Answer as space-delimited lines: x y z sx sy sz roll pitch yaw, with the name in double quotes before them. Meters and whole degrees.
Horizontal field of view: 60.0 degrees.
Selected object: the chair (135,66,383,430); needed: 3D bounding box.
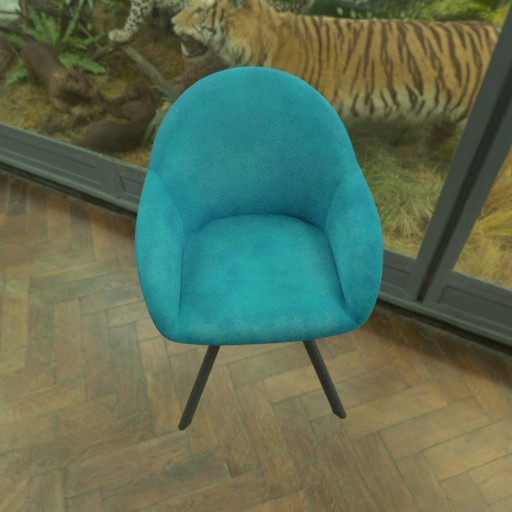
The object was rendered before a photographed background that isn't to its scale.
"chair" 0.000 0.000 1.202 0.550 0.795 0.590 -3 46 -3
